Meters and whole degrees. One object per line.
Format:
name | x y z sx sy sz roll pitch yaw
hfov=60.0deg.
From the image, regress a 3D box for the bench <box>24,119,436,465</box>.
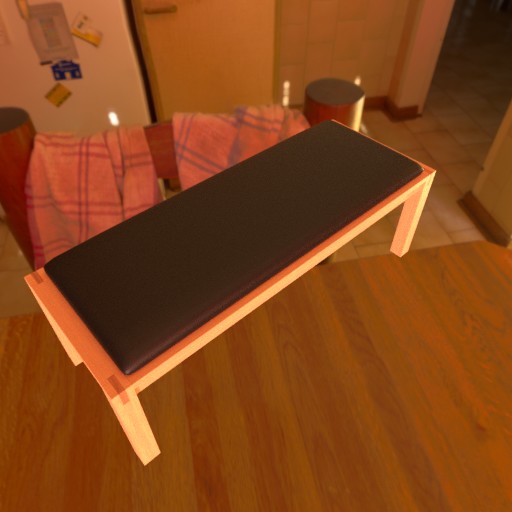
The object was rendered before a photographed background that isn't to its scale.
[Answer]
bench | 0.000 0.000 1.422 1.202 0.430 0.450 -33 54 -28
